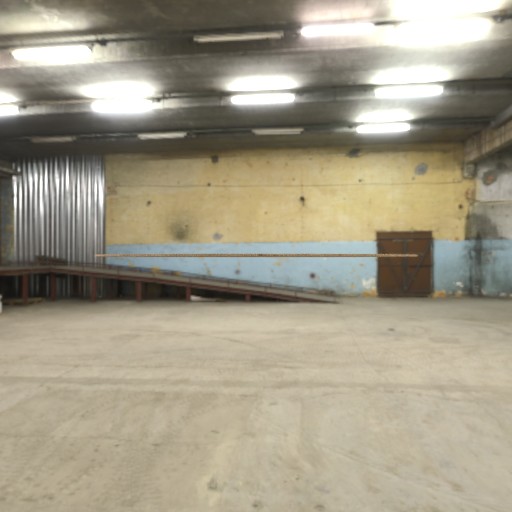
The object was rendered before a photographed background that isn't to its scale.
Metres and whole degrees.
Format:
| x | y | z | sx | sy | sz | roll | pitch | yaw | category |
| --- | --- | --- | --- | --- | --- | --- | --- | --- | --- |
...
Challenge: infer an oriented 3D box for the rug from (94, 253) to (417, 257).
| x | y | z | sx | sy | sz | roll | pitch | yaw | category |
| --- | --- | --- | --- | --- | --- | --- | --- | --- | --- |
| 0.000 | 0.000 | 3.570 | 2.444 | 0.015 | 2.444 | 0 | 0 | 0 | rug |
